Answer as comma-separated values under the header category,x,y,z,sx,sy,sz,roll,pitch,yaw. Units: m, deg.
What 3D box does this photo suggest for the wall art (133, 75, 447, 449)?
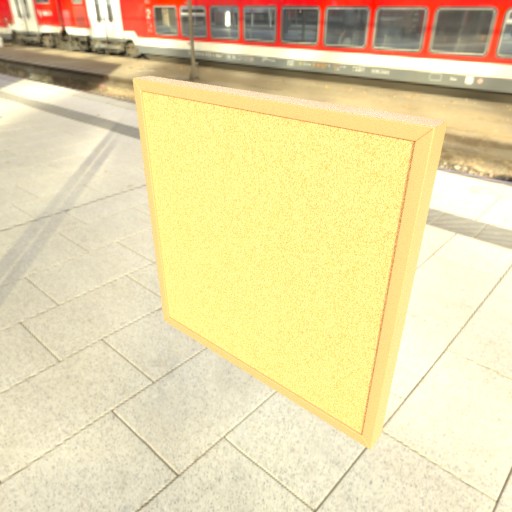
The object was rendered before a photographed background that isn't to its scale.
category,x,y,z,sx,sy,sz,roll,pitch,yaw
wall art,0.000,0.000,0.733,0.509,0.509,0.036,23,37,34
